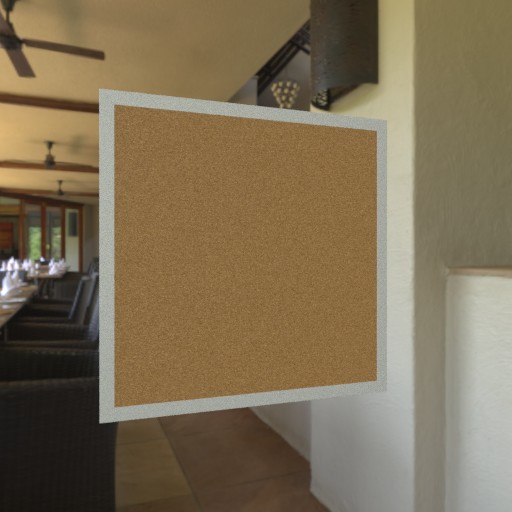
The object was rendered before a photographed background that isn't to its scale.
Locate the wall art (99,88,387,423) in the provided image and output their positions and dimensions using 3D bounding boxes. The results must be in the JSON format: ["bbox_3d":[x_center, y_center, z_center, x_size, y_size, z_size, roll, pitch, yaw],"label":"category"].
[{"bbox_3d":[0.000,0.000,1.146,0.762,0.762,0.038,0,0,-18],"label":"wall art"}]
